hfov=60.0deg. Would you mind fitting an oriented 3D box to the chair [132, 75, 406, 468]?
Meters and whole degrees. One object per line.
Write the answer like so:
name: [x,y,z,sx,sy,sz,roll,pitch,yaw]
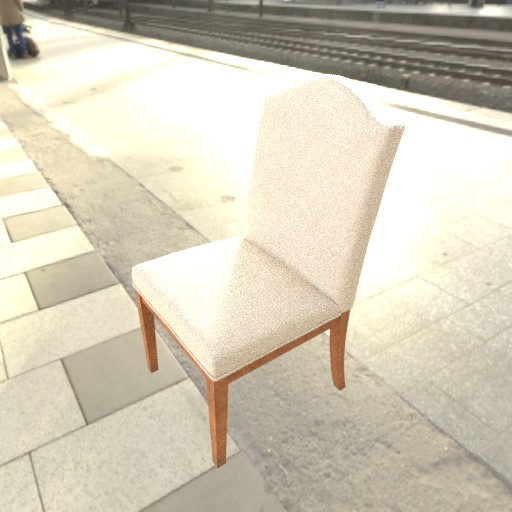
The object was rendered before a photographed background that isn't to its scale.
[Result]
chair: [0.000,0.000,1.397,0.648,1.012,0.534,-21,37,-30]
